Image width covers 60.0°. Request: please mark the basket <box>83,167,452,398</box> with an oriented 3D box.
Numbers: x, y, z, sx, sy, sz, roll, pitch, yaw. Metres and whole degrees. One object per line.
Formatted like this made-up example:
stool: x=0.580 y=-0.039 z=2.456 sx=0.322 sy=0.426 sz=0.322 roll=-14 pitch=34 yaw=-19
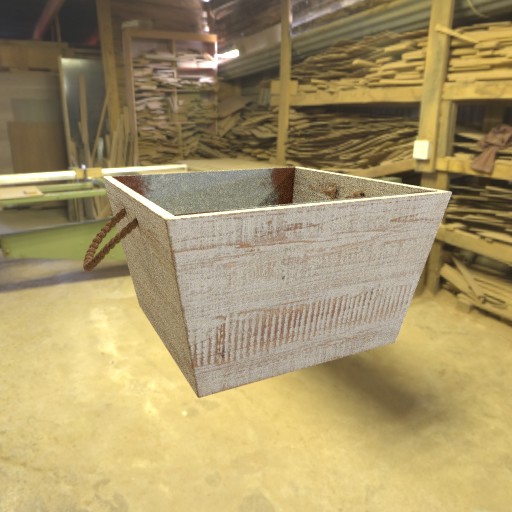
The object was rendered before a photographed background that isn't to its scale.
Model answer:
basket: x=0.000 y=0.000 z=0.749 sx=0.545 sy=0.247 sz=0.413 roll=-8 pitch=19 yaw=-26
